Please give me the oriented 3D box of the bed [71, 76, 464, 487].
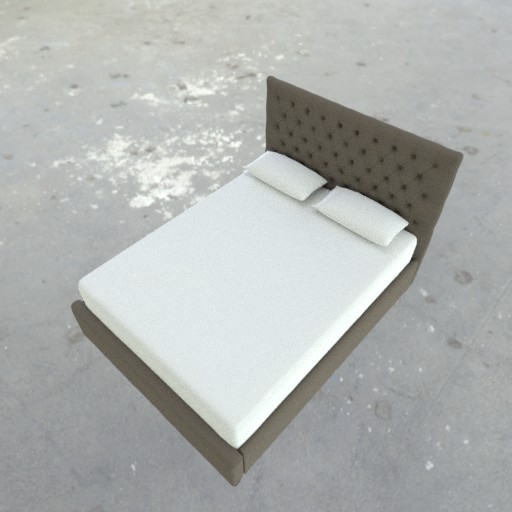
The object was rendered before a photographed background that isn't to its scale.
[{"bbox_3d":[0.000,0.000,3.222,1.696,1.426,2.233,34,55,27],"label":"bed"}]
